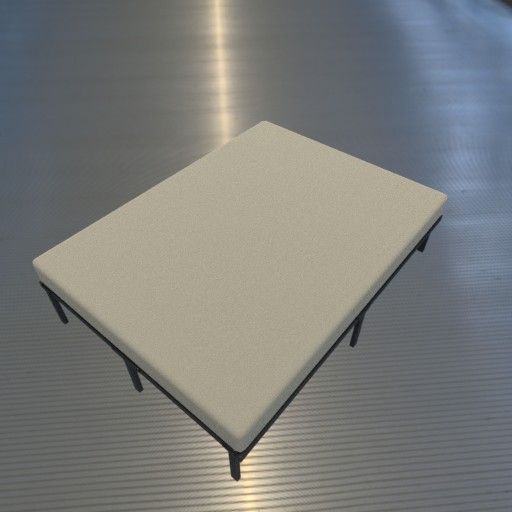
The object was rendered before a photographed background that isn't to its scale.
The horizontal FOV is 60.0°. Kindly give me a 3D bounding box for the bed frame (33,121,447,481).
[{"bbox_3d":[0.000,0.000,3.607,1.990,0.680,2.635,31,53,27],"label":"bed frame"}]
